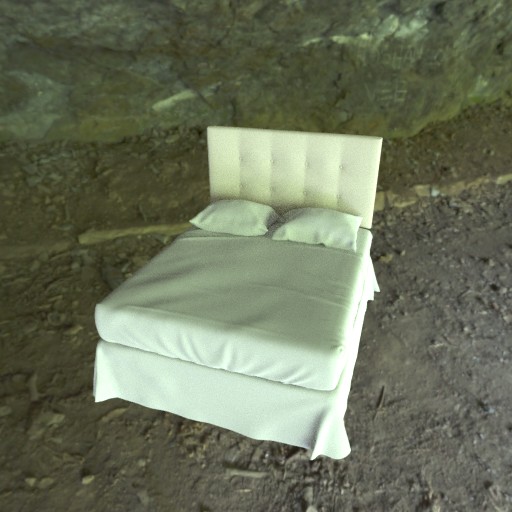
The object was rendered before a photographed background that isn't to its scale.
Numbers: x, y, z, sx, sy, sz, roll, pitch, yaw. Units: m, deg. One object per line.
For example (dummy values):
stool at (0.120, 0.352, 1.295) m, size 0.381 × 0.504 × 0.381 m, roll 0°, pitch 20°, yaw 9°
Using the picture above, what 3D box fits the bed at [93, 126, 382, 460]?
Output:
bed at (0.000, 0.000, 3.520) m, size 1.936 × 1.577 × 2.222 m, roll 9°, pitch 28°, yaw 16°
